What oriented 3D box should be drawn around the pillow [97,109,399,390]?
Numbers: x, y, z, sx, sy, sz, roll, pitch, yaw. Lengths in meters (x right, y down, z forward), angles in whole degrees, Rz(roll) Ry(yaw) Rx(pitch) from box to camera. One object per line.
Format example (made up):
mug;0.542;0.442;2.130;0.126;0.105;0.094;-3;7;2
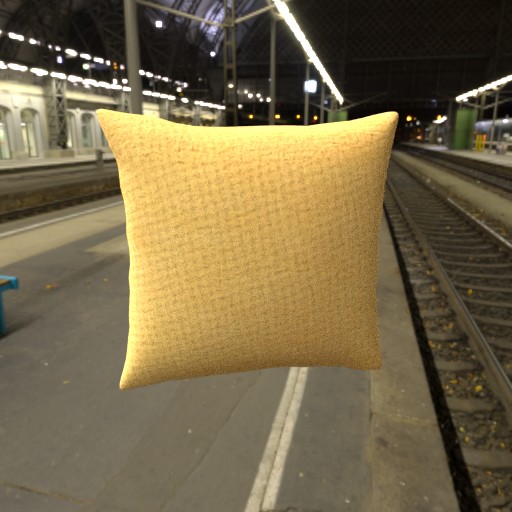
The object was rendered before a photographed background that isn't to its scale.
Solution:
pillow;0.000;0.000;0.651;0.419;0.407;0.173;-2;15;-8
